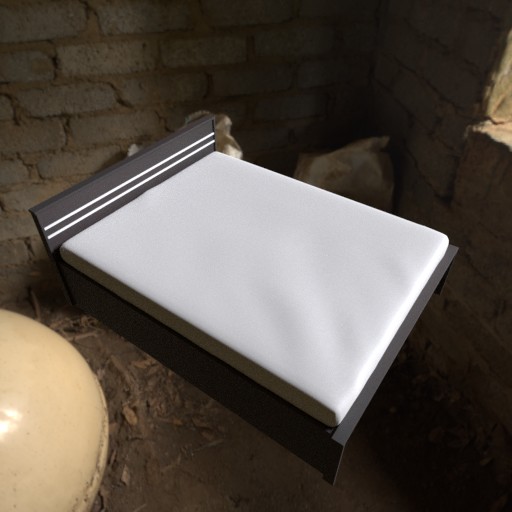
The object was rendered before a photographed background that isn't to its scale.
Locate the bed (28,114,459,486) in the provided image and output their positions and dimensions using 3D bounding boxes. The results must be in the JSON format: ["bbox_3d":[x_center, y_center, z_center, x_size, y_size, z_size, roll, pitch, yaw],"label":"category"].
[{"bbox_3d":[0.000,0.000,2.890,2.103,0.808,1.634,25,47,26],"label":"bed"}]
